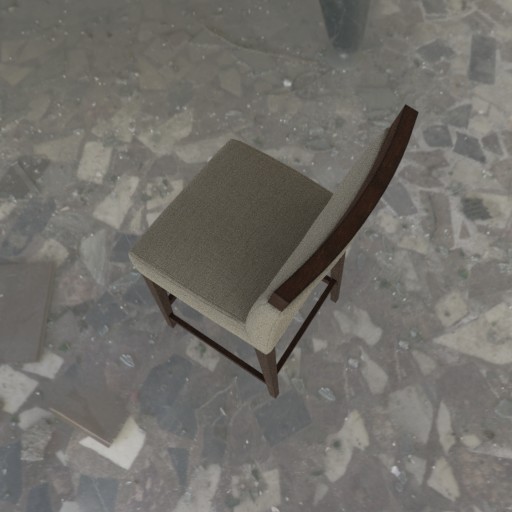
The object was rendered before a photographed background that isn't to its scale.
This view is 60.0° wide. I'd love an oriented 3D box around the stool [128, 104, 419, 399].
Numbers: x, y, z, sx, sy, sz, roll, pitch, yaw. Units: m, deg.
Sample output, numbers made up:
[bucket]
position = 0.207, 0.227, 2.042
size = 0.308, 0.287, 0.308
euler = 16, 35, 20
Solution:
[stool]
position = 0.000, 0.000, 1.323
size = 0.531, 1.009, 0.512
euler = 31, 67, 15
